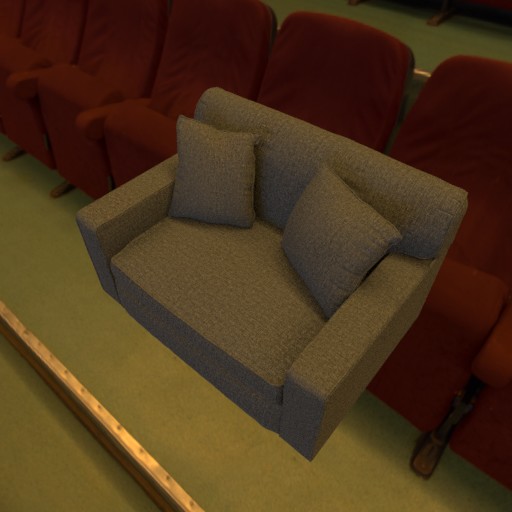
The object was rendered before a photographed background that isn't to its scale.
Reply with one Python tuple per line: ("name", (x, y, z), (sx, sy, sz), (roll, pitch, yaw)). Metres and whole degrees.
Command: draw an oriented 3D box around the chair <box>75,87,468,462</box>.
("chair", (0.000, 0.000, 2.049), (1.383, 0.948, 1.000), (32, 54, 27))
